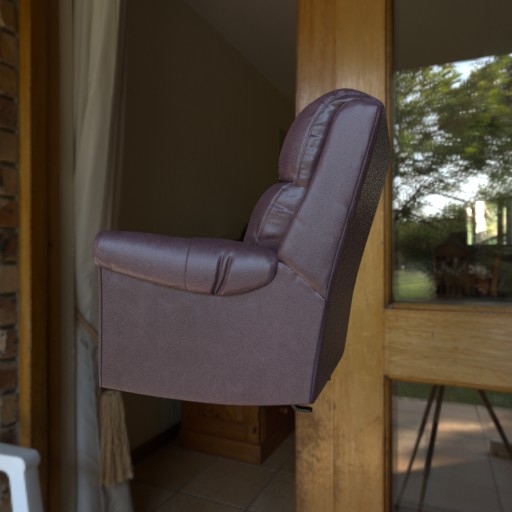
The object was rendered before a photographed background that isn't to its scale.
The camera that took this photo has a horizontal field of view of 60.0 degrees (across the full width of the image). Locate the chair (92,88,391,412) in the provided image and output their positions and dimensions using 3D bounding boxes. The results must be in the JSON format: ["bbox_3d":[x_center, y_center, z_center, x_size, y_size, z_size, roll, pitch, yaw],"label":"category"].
[{"bbox_3d":[0.000,0.000,1.766,1.014,1.054,0.838,0,0,18],"label":"chair"}]
